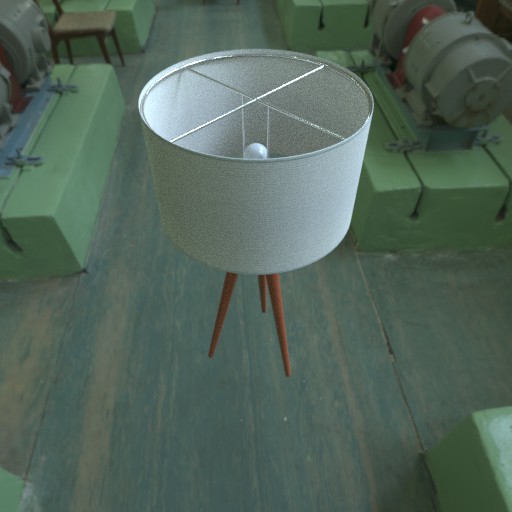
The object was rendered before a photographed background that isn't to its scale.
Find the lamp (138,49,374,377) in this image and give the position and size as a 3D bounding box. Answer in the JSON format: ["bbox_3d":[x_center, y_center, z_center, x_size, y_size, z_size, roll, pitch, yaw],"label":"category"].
[{"bbox_3d":[0.000,0.000,0.931,0.354,0.709,0.355,-4,46,-4],"label":"lamp"}]
